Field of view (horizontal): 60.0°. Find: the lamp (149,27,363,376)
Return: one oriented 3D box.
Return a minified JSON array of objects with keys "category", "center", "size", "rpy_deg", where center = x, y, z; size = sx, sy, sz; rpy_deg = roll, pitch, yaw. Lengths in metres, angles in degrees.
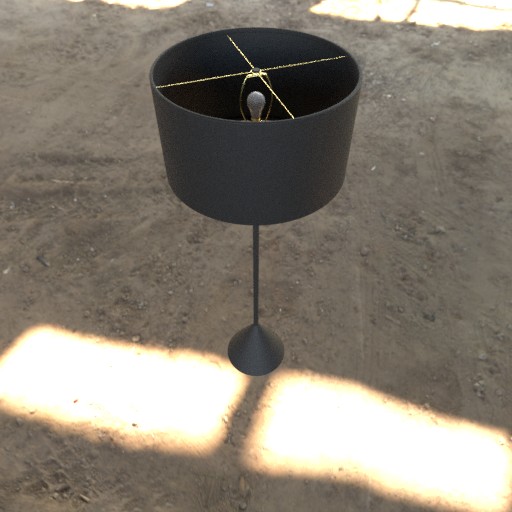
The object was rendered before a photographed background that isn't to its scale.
[{"category":"lamp","center":[0.000,0.000,1.776],"size":[0.580,1.526,0.580],"rpy_deg":[-15,49,-13]}]
